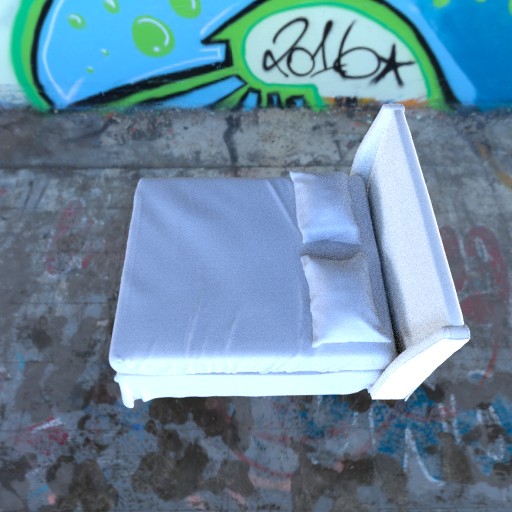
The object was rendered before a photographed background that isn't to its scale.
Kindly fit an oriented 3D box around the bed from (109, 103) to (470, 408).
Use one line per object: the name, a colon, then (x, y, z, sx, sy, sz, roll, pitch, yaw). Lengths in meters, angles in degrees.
bed: (0.000, 0.000, 3.387, 2.276, 1.332, 1.925, -1, 58, 0)
